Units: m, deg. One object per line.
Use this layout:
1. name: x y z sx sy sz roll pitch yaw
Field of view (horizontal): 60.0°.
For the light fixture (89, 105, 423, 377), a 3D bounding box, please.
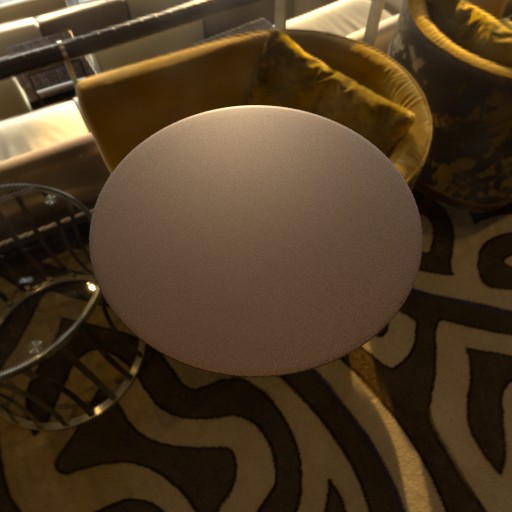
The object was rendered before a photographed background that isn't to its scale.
1. light fixture: 0.000 0.000 0.435 0.280 0.135 0.280 0 58 0
